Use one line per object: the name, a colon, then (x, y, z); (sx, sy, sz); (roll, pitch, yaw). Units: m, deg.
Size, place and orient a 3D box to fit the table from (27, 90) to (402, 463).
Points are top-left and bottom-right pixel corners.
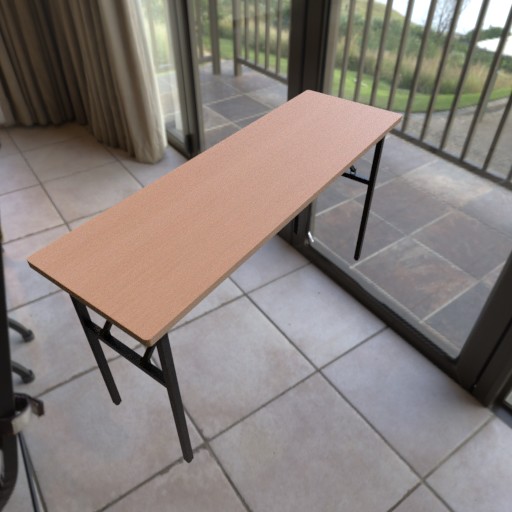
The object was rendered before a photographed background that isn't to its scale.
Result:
table: (0.000, 0.000, 1.706); (0.447, 0.750, 1.397); (26, 48, 26)
